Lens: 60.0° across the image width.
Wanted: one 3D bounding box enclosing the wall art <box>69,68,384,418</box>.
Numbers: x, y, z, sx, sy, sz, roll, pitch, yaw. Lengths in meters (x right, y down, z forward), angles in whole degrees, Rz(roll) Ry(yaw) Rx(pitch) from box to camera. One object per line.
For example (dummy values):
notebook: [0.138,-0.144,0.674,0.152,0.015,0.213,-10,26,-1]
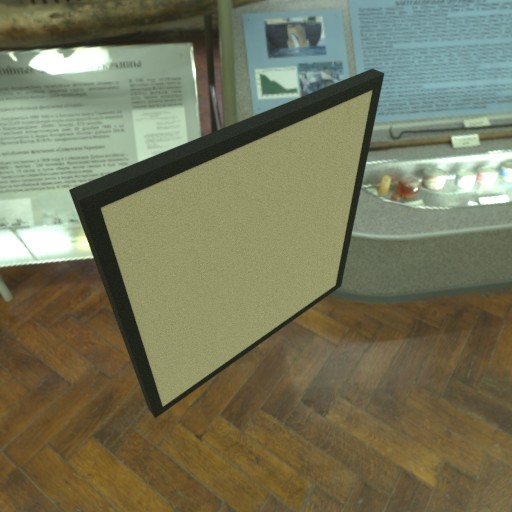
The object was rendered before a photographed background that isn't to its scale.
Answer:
wall art: [0.000,0.000,0.462,0.306,0.304,0.015,-31,52,-27]
